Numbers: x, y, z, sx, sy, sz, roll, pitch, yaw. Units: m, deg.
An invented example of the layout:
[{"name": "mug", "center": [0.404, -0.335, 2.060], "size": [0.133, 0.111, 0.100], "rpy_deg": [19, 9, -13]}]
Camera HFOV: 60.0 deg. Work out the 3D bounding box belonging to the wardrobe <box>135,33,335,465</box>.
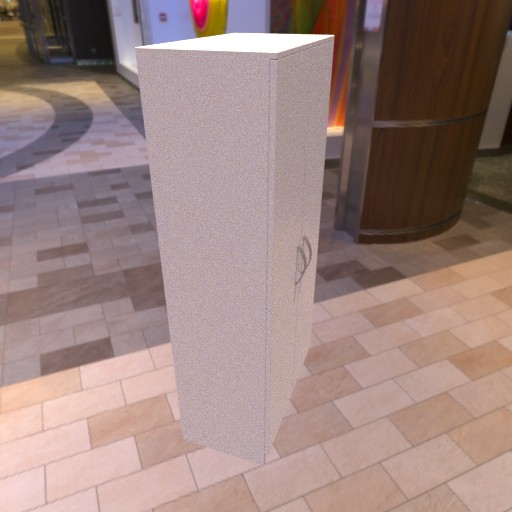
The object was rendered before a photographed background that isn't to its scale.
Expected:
[{"name": "wardrobe", "center": [0.000, 0.000, 1.940], "size": [0.470, 1.700, 0.760], "rpy_deg": [10, 31, 17]}]
